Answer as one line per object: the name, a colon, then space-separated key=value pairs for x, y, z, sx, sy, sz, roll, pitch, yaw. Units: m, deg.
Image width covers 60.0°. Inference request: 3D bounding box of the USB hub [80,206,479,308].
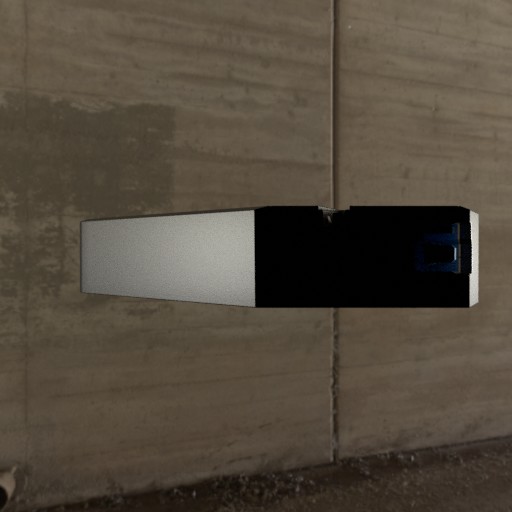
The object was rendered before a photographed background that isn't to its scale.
USB hub: x=0.000 y=0.000 z=0.127 sx=0.110 sy=0.023 sz=0.044 roll=0 pitch=0 yaw=35
